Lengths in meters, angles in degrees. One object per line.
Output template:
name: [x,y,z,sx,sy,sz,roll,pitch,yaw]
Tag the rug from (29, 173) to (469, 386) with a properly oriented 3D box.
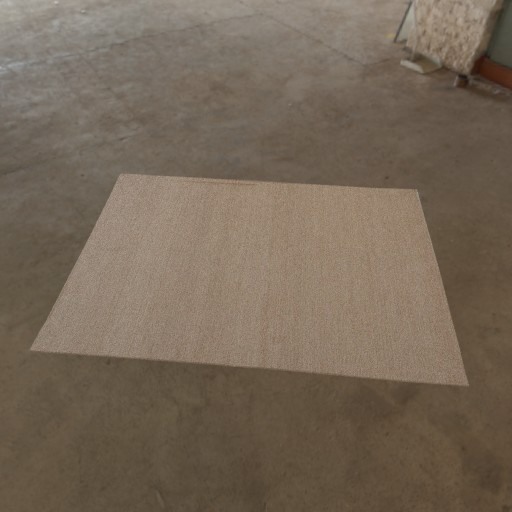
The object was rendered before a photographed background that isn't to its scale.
rug: [0.000,0.000,3.555,2.869,0.038,2.032,4,45,4]
